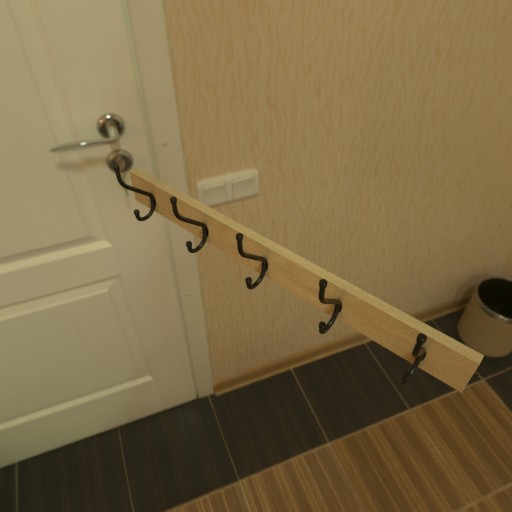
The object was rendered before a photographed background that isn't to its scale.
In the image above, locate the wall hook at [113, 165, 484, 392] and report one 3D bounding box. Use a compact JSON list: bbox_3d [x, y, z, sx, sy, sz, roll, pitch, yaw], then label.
[{"bbox_3d":[0.000,0.000,0.584,0.571,0.117,0.071,30,51,27],"label":"wall hook"}]
